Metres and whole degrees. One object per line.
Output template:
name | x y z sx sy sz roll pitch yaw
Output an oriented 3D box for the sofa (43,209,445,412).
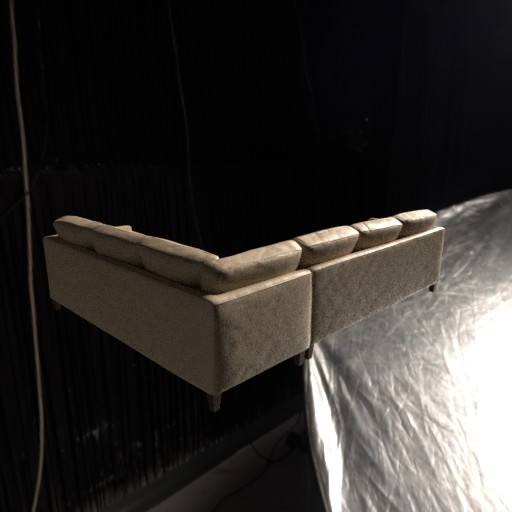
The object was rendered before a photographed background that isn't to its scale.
sofa | 0.000 0.000 4.568 2.593 0.947 3.302 14 20 43
